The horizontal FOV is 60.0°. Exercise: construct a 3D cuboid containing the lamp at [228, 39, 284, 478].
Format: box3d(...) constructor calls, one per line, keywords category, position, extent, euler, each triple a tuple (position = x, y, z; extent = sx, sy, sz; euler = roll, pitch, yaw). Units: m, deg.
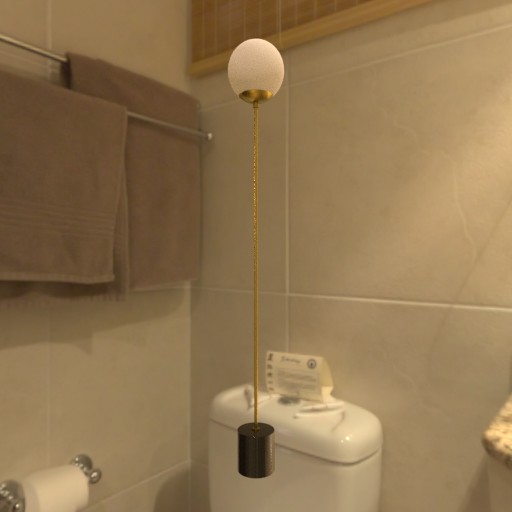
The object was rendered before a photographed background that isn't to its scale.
box3d(category="lamp", position=(0.000, 0.000, 1.812), extent=(0.229, 1.748, 0.229), euler=(0, 0, 1))
